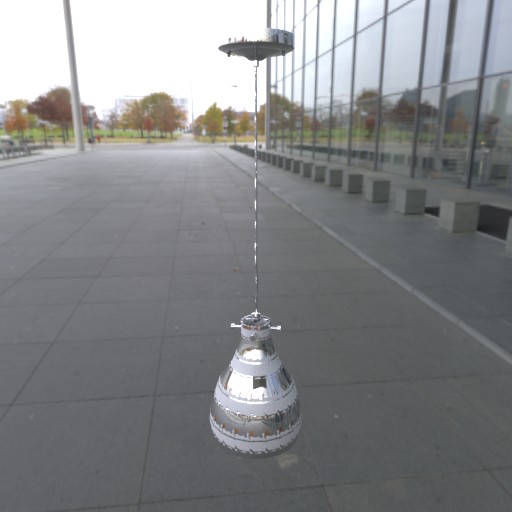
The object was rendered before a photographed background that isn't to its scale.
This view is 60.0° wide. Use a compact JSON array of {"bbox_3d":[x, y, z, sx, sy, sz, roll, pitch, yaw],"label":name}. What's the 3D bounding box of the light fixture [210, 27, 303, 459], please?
[{"bbox_3d":[0.000,0.000,1.612,0.374,1.457,0.374,2,15,7],"label":"light fixture"}]
